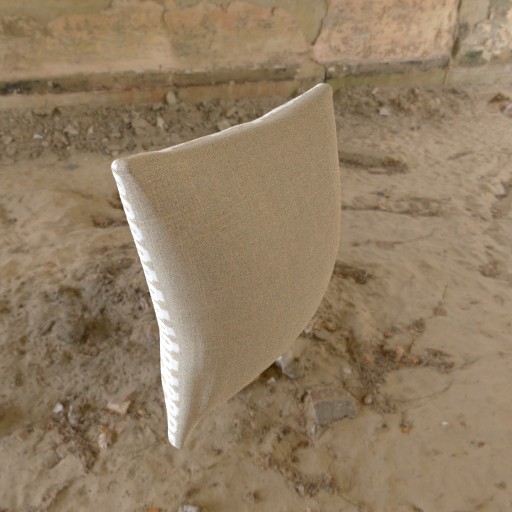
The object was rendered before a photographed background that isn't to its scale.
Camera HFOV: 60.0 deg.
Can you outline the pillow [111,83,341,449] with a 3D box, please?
[{"bbox_3d":[0.000,0.000,0.772,0.219,0.491,0.496,20,38,28],"label":"pillow"}]
